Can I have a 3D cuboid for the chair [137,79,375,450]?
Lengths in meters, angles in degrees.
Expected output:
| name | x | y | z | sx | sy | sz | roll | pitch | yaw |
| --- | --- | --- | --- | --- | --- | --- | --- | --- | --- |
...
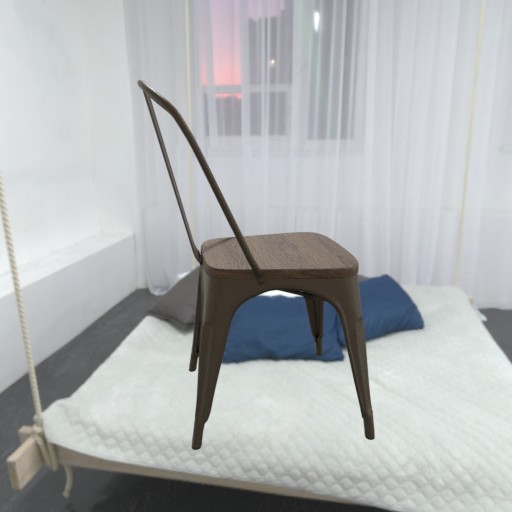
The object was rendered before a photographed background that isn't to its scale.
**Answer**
| name | x | y | z | sx | sy | sz | roll | pitch | yaw |
| --- | --- | --- | --- | --- | --- | --- | --- | --- | --- |
| chair | 0.000 | 0.000 | 1.153 | 0.532 | 0.844 | 0.451 | -3 | 17 | -9 |
